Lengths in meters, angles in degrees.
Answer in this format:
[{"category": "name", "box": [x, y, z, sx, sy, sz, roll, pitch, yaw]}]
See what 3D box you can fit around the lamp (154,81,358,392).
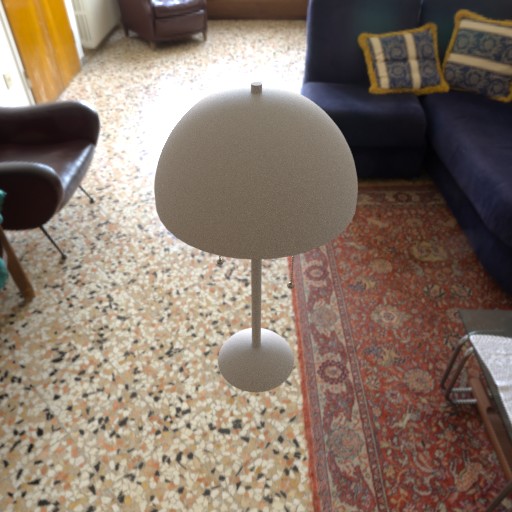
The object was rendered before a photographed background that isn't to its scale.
[{"category": "lamp", "box": [0.000, 0.000, 0.428, 0.171, 0.330, 0.171, 0, 41, 0]}]
